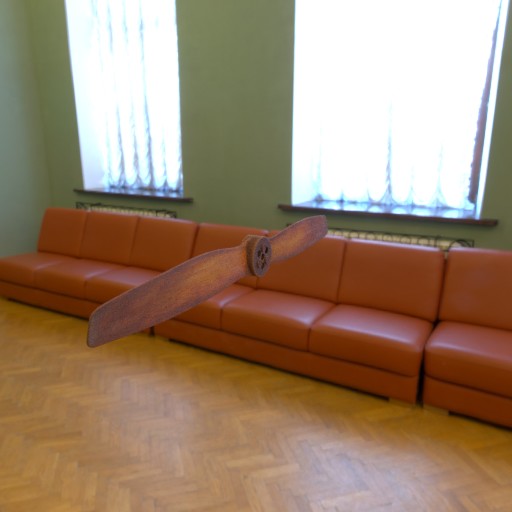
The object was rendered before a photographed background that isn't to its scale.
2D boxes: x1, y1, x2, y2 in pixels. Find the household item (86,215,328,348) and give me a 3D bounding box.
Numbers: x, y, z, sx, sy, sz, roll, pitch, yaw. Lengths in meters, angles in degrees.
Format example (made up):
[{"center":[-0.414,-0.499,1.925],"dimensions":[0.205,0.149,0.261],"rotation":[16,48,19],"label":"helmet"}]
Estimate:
[{"center":[0.000,0.000,1.240],"dimensions":[0.051,0.121,1.181],"rotation":[7,16,27],"label":"household item"}]
